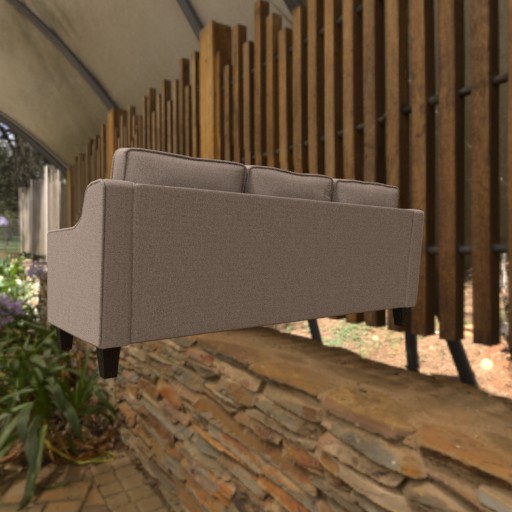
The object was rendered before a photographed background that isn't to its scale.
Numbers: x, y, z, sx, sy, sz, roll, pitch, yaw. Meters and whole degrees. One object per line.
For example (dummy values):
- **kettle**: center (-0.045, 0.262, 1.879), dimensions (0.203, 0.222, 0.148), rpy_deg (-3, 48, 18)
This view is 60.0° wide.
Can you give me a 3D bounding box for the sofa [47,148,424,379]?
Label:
- **sofa**: center (0.000, 0.000, 2.636), dimensions (2.129, 0.950, 0.899), rpy_deg (-1, 1, -38)
